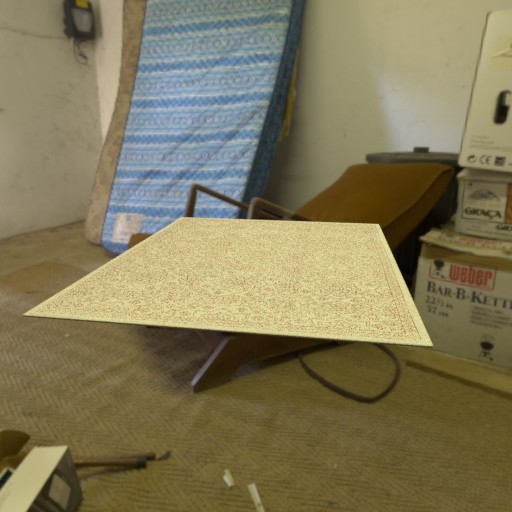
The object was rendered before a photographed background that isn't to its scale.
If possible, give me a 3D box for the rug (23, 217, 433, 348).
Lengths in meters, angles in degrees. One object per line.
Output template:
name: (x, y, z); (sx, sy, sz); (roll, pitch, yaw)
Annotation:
rug: (0.000, 0.000, 4.003); (2.441, 0.015, 3.050); (3, 17, 9)
